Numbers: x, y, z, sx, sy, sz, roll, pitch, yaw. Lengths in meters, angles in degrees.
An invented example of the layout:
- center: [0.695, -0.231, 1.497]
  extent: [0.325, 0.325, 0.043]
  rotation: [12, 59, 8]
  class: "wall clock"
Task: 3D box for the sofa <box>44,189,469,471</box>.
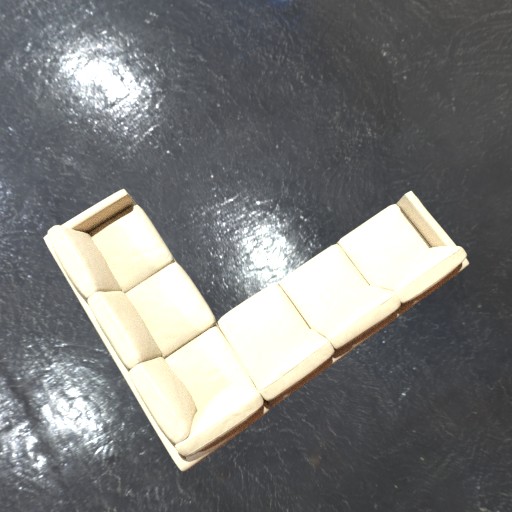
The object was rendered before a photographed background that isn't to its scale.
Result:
- center: [0.000, 0.000, 4.491]
  extent: [3.302, 0.947, 2.593]
  rotation: [-33, 78, -8]
  class: "sofa"
